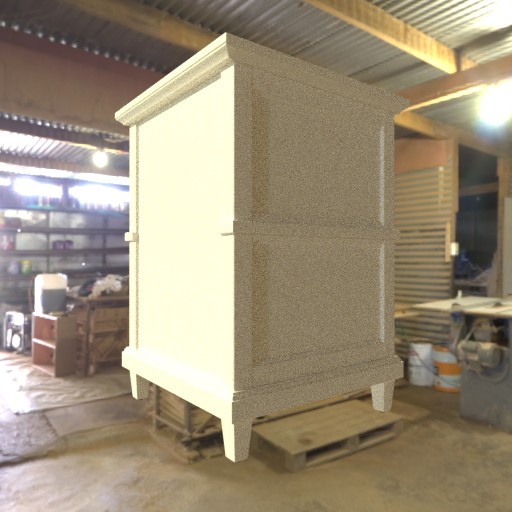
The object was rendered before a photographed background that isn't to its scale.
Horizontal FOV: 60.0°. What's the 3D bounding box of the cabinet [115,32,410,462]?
[{"bbox_3d":[0.000,0.000,1.149,0.547,0.775,0.544,0,0,-37],"label":"cabinet"}]
